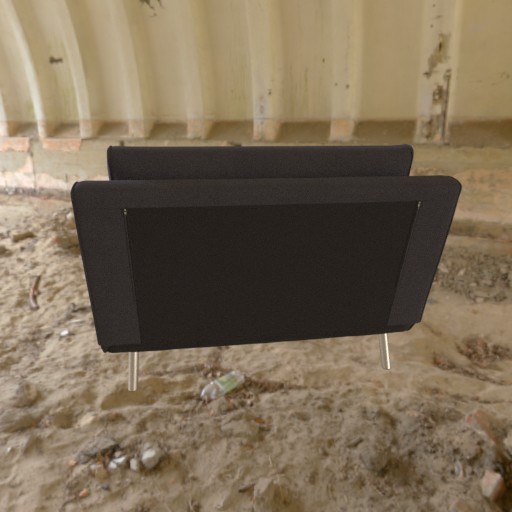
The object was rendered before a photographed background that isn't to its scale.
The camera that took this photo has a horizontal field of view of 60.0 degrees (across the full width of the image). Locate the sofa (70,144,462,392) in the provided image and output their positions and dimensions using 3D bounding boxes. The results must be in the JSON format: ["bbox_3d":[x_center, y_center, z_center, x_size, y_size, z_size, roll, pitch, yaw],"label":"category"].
[{"bbox_3d":[0.000,0.000,1.843,1.220,0.910,0.910,-2,15,-9],"label":"sofa"}]
